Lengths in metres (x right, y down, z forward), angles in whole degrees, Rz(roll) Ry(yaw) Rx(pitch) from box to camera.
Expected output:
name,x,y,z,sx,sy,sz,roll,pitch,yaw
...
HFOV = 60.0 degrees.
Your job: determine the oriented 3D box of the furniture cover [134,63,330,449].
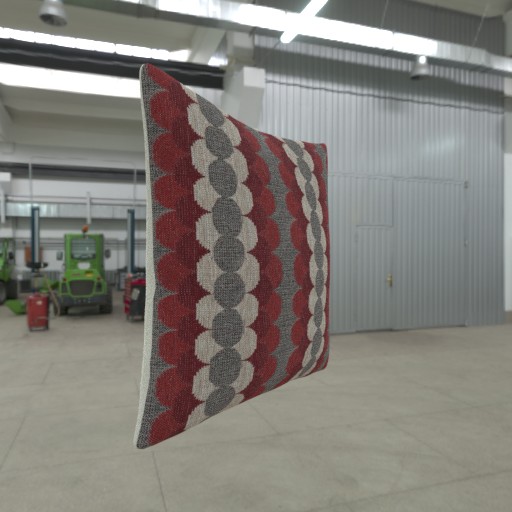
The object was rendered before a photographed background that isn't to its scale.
name,x,y,z,sx,sy,sz,roll,pitch,yaw
furniture cover,0.000,0.000,0.646,0.145,0.420,0.435,0,0,36
